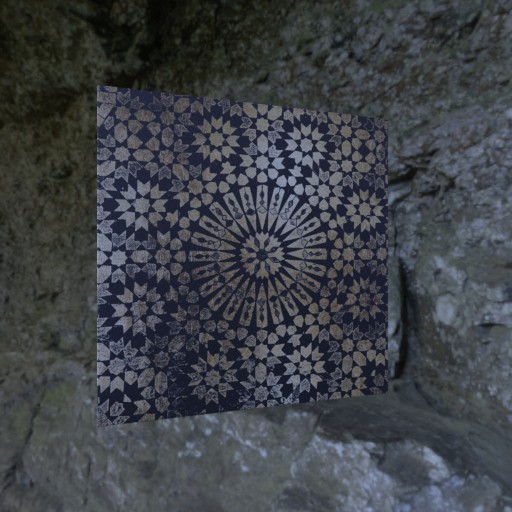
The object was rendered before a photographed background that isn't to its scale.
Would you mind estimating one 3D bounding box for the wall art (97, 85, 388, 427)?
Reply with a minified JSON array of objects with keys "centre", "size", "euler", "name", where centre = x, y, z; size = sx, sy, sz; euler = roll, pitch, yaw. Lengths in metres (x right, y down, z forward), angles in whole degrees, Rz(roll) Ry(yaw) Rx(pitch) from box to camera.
[{"centre":[0.000,0.000,0.907],"size":[0.612,0.612,0.038],"euler":[0,0,-19],"name":"wall art"}]
